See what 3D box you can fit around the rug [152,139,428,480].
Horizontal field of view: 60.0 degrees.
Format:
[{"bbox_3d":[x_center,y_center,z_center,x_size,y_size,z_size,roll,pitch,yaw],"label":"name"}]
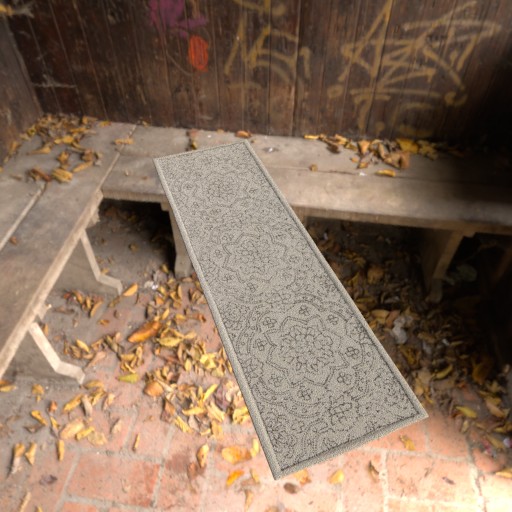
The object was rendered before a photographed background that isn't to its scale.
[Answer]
[{"bbox_3d":[0.000,0.000,2.710,0.769,0.012,2.448,-16,49,-14],"label":"rug"}]
